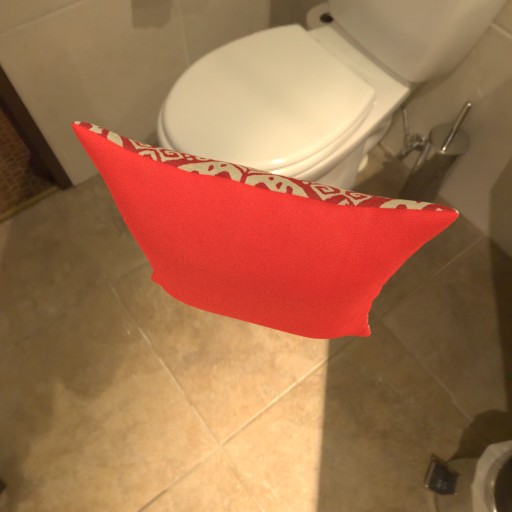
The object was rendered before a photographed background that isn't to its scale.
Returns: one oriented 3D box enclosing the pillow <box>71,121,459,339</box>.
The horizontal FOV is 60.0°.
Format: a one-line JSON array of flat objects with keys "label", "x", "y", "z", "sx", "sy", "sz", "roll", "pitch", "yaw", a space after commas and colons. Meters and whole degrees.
[{"label": "pillow", "x": 0.000, "y": 0.000, "z": 0.792, "sx": 0.522, "sy": 0.507, "sz": 0.192, "roll": 14, "pitch": 64, "yaw": 7}]
